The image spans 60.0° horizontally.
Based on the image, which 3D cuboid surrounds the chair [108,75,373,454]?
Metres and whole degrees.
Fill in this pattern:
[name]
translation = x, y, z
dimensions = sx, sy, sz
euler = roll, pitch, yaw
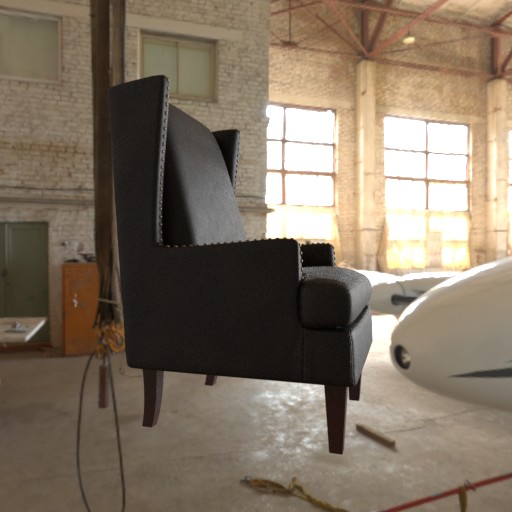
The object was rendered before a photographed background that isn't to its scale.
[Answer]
[chair]
translation = 0.000, 0.000, 1.632
dimensions = 0.799, 1.142, 0.703
euler = 0, 0, 19
